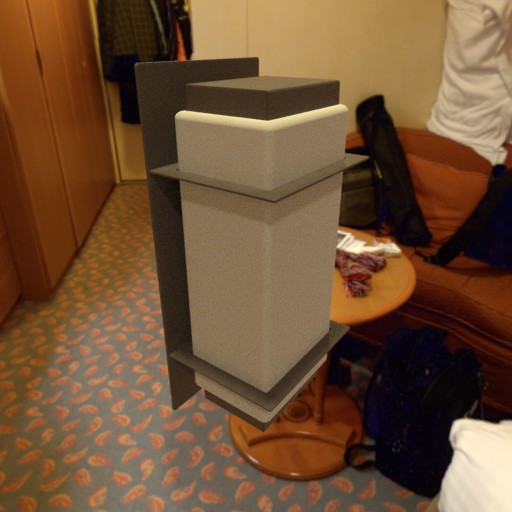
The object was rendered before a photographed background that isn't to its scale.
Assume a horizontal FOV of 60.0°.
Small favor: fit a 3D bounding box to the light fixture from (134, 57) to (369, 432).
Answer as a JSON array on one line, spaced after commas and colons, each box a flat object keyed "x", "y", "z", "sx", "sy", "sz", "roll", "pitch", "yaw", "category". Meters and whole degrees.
[{"x": 0.000, "y": 0.000, "z": 0.431, "sx": 0.146, "sy": 0.347, "sz": 0.153, "roll": 18, "pitch": 31, "yaw": 32, "category": "light fixture"}]
